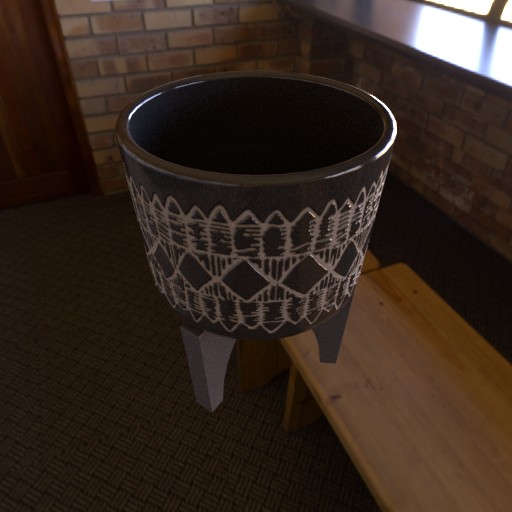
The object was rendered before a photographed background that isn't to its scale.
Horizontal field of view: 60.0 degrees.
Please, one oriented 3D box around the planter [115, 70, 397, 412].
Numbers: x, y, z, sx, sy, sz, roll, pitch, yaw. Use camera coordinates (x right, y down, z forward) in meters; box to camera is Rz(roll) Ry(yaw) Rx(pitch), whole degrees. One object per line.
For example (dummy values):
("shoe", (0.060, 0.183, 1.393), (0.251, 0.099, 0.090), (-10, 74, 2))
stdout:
("planter", (0.000, 0.000, 0.398), (0.196, 0.264, 0.196), (25, 45, 27))
